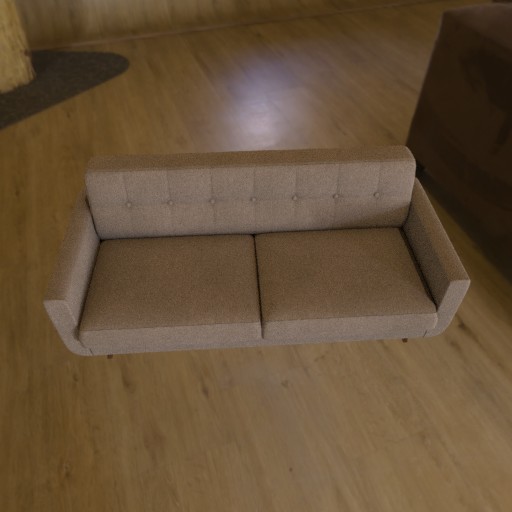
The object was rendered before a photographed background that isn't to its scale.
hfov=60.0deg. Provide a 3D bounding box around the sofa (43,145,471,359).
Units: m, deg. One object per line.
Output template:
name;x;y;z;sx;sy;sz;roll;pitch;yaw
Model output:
sofa;0.000;0.000;2.463;2.029;0.841;0.909;-3;46;-3
